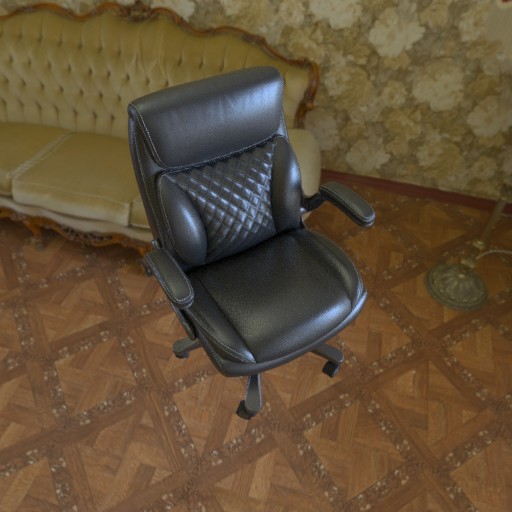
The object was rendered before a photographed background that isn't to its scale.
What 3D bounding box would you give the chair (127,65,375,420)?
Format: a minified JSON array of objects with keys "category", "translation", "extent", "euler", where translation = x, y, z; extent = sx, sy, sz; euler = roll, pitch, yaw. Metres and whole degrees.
[{"category":"chair","translation":[0.000,0.000,1.648],"extent":[0.782,1.110,0.724],"euler":[-23,51,-21]}]
